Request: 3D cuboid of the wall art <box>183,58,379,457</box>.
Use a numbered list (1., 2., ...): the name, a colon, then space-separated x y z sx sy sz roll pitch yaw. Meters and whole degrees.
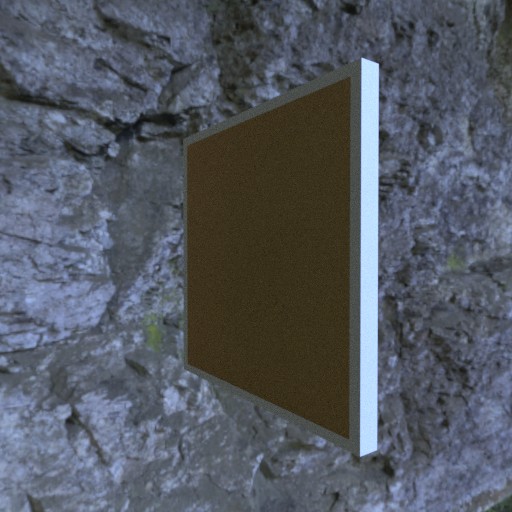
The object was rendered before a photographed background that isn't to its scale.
1. wall art: 0.000 0.000 0.471 0.020 0.307 0.307 -1 1 -35
